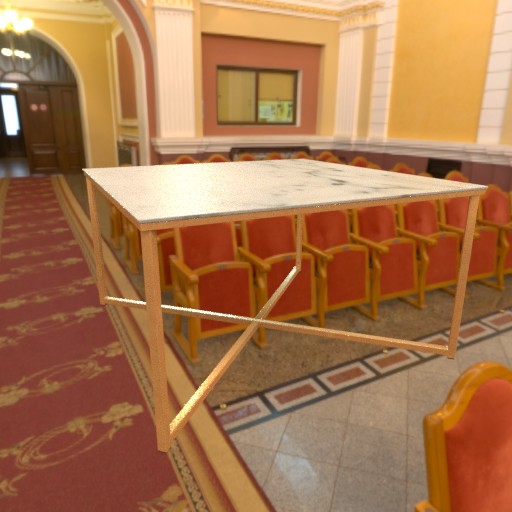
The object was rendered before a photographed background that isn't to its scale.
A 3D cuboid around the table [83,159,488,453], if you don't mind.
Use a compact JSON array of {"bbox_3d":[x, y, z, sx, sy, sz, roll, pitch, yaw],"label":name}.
[{"bbox_3d":[0.000,0.000,1.261,0.800,0.450,0.800,-8,19,-25],"label":"table"}]
